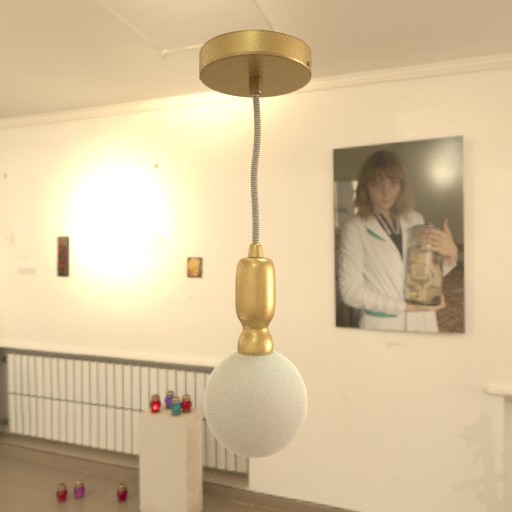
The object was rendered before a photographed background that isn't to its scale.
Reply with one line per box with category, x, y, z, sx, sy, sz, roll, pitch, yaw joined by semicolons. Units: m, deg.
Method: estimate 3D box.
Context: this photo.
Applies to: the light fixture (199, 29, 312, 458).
light fixture;0.000;0.000;0.573;0.147;0.510;0.146;0;1;19
